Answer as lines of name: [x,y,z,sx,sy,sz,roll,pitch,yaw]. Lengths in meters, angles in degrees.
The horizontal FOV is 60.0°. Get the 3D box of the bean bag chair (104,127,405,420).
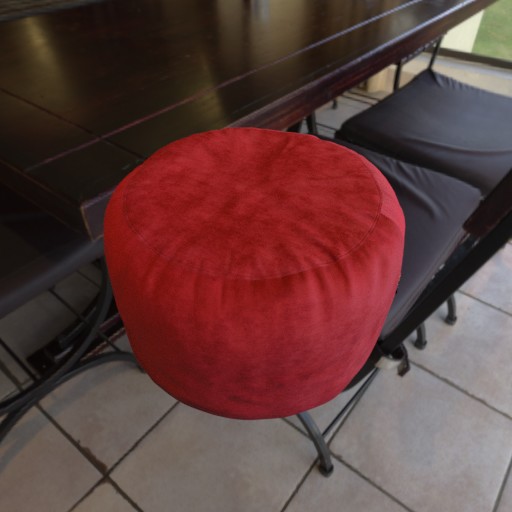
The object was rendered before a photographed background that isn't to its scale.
bean bag chair: [0.000,0.000,1.932,1.219,0.762,1.219,0,42,0]
